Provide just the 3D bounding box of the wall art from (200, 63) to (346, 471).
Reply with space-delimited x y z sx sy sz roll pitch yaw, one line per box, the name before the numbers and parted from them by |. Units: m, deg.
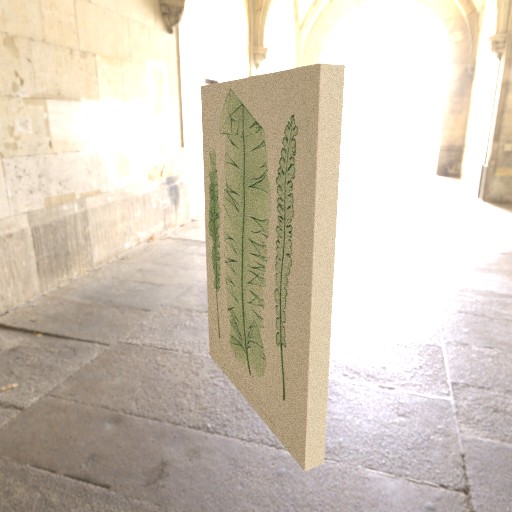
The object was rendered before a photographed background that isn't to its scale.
wall art | 0.000 0.000 0.813 0.038 0.608 0.418 -9 19 -26
